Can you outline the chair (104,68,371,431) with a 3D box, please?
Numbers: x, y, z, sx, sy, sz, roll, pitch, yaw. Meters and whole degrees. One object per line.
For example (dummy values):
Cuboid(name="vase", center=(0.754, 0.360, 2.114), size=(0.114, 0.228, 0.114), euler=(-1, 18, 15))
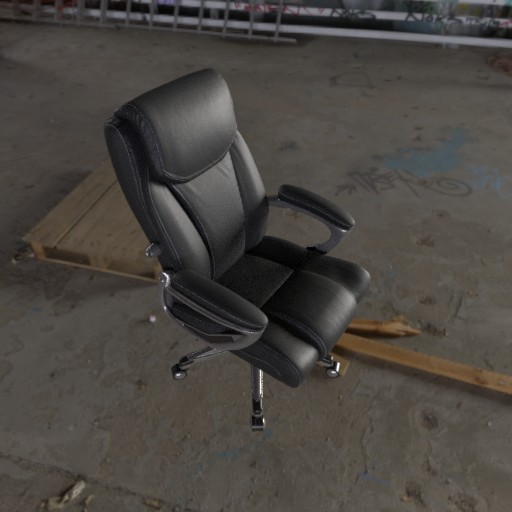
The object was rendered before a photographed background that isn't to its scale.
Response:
Cuboid(name="chair", center=(0.000, 0.000, 1.656), size=(0.784, 1.167, 0.741), euler=(25, 47, 26))
